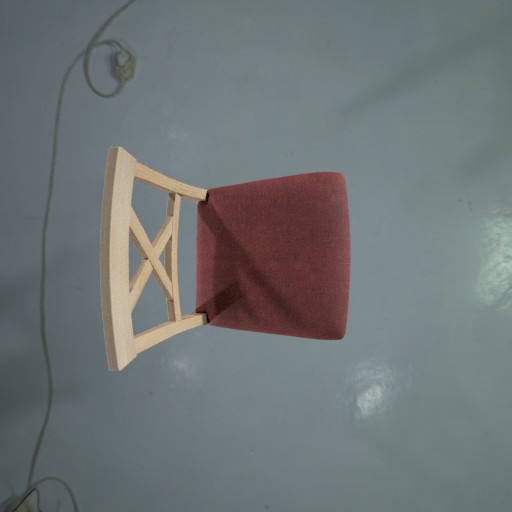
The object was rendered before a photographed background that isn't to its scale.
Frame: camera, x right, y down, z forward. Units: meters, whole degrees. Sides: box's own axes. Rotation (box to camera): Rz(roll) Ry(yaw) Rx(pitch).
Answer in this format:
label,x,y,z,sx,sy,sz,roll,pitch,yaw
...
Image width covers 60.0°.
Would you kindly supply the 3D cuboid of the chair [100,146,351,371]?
label,x,y,z,sx,sy,sz,roll,pitch,yaw
chair,0.000,0.000,1.178,0.492,0.912,0.439,0,90,2
